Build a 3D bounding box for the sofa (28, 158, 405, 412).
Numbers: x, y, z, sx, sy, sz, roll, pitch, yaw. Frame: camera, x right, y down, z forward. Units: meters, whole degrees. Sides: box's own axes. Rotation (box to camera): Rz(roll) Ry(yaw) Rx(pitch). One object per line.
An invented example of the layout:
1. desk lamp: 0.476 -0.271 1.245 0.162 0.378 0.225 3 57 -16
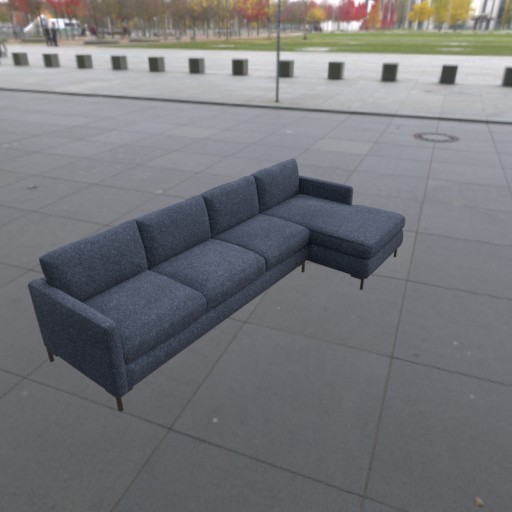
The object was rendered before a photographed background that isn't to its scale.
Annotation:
1. sofa: 0.000 0.000 3.450 1.350 0.810 2.932 19 33 32
